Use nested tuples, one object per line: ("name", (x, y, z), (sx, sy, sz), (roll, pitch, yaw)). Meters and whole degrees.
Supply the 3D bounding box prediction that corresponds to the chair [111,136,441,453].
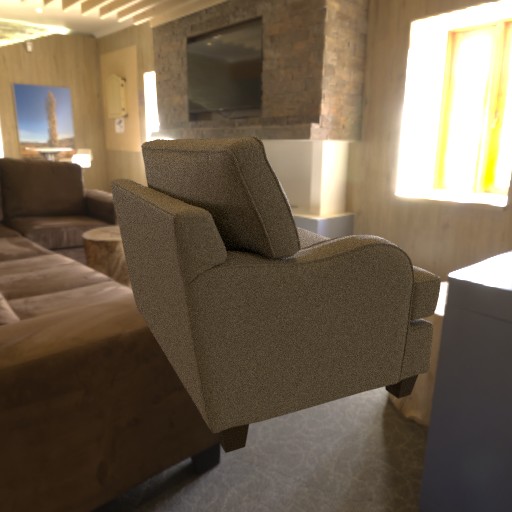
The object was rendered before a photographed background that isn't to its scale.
("chair", (0.000, 0.000, 1.972), (1.040, 1.016, 1.220), (-7, 16, -25))
